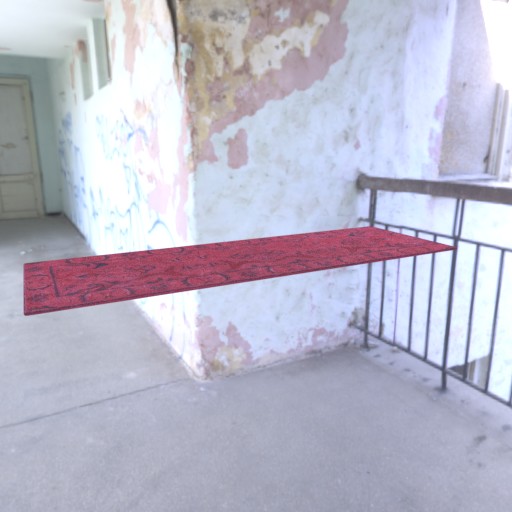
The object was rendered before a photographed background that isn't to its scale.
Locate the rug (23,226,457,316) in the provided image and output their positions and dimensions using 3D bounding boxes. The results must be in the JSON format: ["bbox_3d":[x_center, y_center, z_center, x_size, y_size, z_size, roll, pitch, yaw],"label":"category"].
[{"bbox_3d":[0.000,0.000,2.607,2.439,0.018,0.813,-7,16,-26],"label":"rug"}]
